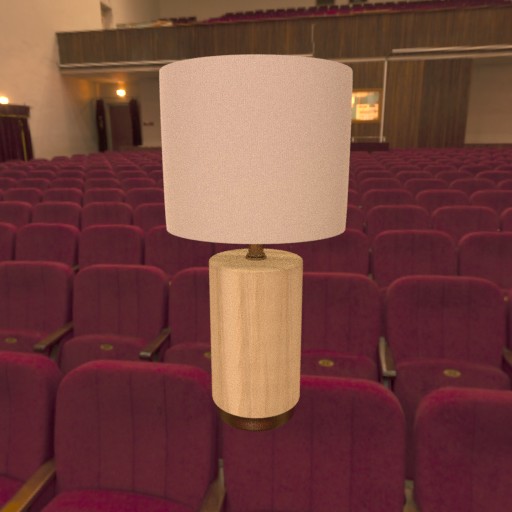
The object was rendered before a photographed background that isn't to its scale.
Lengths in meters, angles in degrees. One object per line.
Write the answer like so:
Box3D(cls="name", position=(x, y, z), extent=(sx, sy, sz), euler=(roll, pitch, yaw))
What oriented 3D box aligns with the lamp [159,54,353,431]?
Box3D(cls="lamp", position=(0.000, 0.000, 0.580), extent=(0.228, 0.444, 0.228), euler=(2, 13, 10))
